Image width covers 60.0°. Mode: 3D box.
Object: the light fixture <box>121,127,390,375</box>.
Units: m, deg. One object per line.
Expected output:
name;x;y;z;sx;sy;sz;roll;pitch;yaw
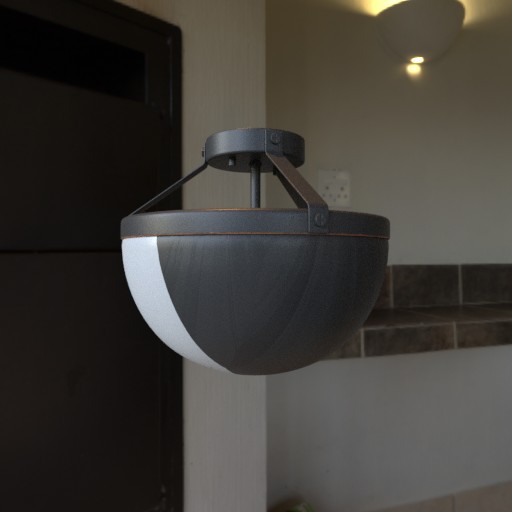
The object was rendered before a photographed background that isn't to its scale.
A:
light fixture;0.000;0.000;0.522;0.304;0.269;0.304;0;0;0
